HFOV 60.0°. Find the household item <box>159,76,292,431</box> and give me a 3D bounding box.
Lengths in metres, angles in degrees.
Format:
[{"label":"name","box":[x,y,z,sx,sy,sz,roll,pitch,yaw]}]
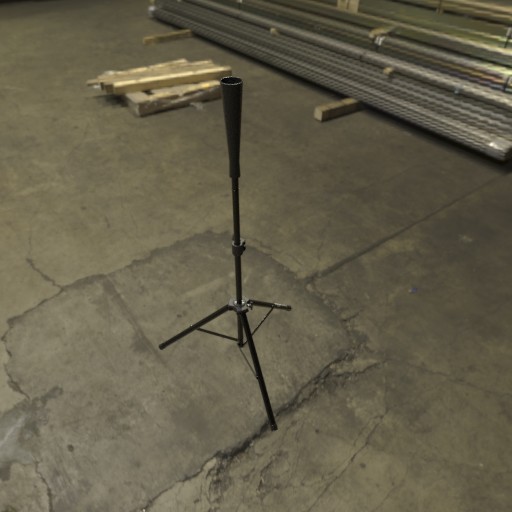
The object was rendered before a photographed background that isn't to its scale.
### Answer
[{"label":"household item","box":[0.000,0.000,1.375,0.559,1.067,0.559,-26,47,-27]}]
